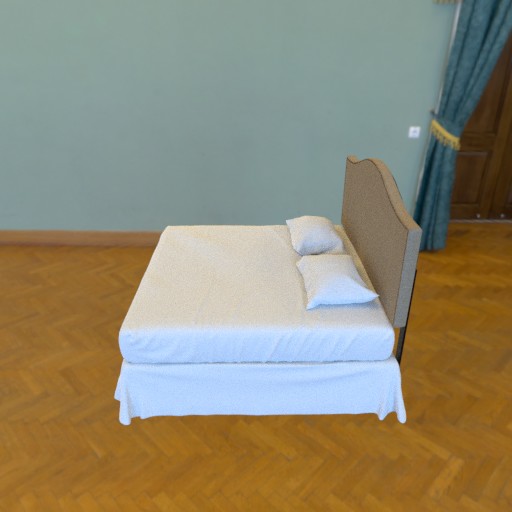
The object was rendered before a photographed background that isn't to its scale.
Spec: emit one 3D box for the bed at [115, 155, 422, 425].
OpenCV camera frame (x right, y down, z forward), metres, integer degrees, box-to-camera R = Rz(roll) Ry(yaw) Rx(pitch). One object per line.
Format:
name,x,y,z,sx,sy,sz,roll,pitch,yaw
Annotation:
bed,0.000,0.000,3.887,2.222,1.651,2.311,0,26,-1
